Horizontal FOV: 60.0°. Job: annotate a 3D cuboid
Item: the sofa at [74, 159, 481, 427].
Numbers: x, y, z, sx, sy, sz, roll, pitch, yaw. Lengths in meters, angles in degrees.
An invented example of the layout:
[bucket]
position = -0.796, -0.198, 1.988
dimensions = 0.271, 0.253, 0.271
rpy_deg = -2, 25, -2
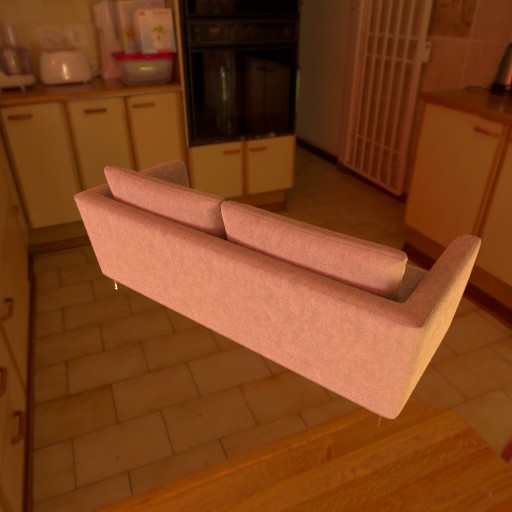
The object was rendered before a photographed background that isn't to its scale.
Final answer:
[sofa]
position = 0.000, 0.000, 2.532
dimensions = 2.121, 0.864, 0.889
rpy_deg = 20, 36, 31
